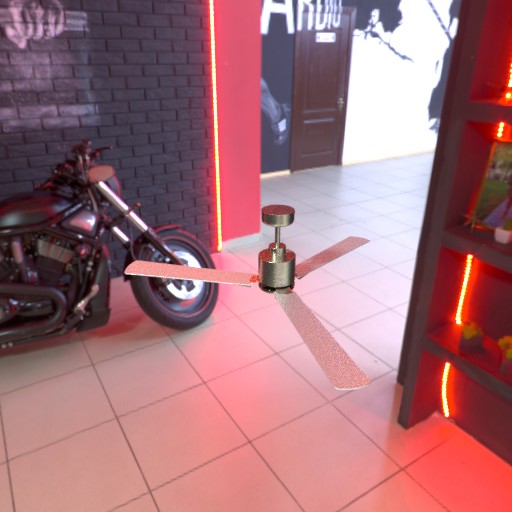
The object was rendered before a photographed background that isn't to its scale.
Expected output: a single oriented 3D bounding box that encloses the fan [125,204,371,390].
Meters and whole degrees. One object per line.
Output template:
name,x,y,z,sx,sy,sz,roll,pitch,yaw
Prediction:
fan,0.000,0.000,2.293,1.531,0.446,1.561,0,24,0
